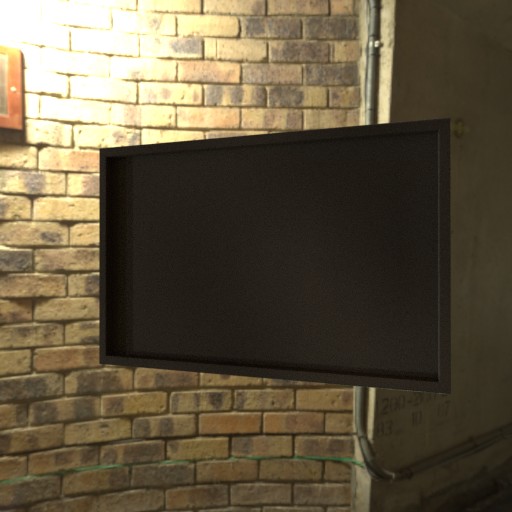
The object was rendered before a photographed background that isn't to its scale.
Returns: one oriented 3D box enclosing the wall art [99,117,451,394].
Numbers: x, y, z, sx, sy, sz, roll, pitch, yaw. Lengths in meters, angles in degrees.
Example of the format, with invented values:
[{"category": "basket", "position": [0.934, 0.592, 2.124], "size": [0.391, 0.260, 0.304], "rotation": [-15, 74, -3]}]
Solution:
[{"category": "wall art", "position": [0.000, 0.000, 0.757], "size": [0.609, 0.406, 0.033], "rotation": [0, 0, 18]}]
